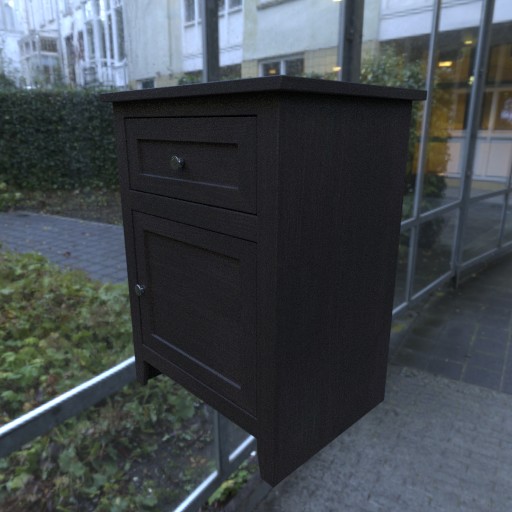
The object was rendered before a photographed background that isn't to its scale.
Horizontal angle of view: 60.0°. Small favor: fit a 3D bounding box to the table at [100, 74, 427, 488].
[{"bbox_3d":[0.000,0.000,0.913,0.381,0.635,0.480,-16,23,-42],"label":"table"}]
